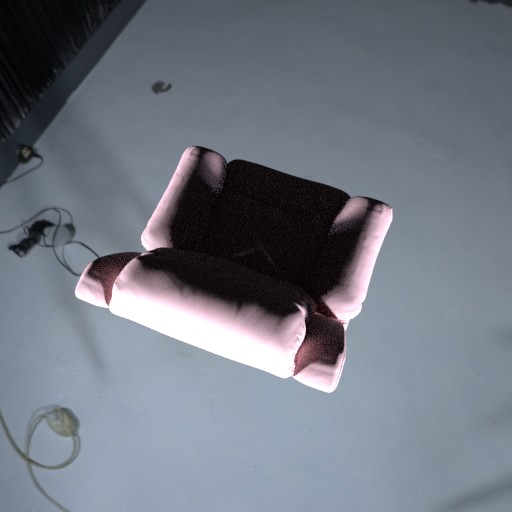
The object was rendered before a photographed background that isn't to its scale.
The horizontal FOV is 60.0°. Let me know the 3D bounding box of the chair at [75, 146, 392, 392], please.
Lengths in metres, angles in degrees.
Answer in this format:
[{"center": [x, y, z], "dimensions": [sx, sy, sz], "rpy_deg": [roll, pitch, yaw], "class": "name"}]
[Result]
[{"center": [0.000, 0.000, 1.293], "dimensions": [0.680, 0.702, 0.709], "rpy_deg": [19, 65, 9], "class": "chair"}]
